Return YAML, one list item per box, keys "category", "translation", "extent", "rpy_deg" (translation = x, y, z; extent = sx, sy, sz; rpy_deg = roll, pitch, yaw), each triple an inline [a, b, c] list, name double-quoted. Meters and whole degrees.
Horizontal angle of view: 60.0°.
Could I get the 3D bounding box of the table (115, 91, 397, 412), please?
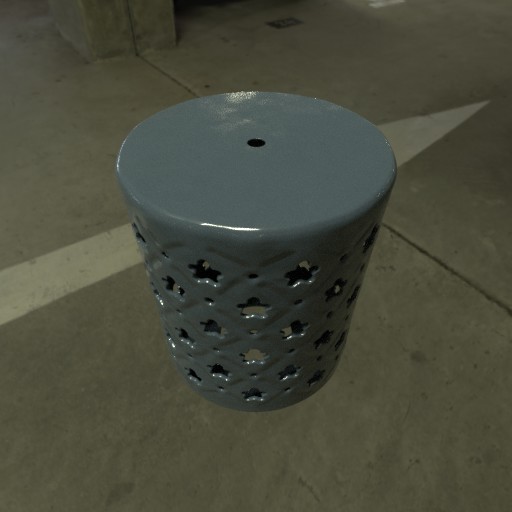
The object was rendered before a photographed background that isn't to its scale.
- category: "table"
  translation: [0.000, 0.000, 0.687]
  extent: [0.352, 0.387, 0.352]
  rpy_deg: [0, 42, 0]
